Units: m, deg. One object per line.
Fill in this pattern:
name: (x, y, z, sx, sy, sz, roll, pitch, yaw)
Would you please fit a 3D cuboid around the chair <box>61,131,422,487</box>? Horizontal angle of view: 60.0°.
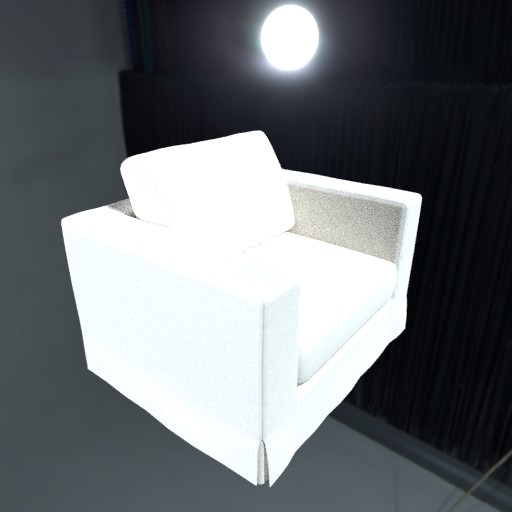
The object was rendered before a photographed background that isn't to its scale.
chair: (0.000, 0.000, 1.811, 0.957, 0.878, 1.150, 18, 30, 34)
